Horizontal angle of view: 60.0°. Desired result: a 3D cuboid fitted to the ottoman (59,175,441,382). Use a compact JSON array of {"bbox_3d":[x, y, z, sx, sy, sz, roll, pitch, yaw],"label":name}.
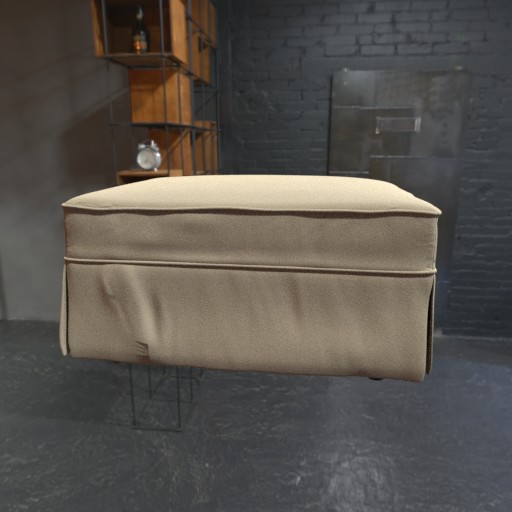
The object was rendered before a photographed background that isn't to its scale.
[{"bbox_3d":[0.000,0.000,1.370,0.959,0.482,0.721,2,14,8],"label":"ottoman"}]
